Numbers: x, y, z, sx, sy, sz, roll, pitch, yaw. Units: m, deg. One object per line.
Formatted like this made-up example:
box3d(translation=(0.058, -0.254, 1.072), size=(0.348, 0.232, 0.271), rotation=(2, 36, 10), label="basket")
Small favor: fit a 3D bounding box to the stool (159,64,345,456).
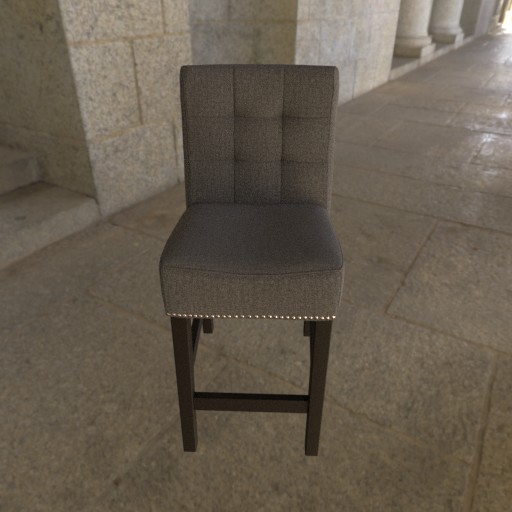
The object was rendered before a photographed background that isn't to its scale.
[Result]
box3d(translation=(0.000, 0.000, 1.188), size=(0.427, 0.885, 0.571), rotation=(1, 31, 2), label="stool")
